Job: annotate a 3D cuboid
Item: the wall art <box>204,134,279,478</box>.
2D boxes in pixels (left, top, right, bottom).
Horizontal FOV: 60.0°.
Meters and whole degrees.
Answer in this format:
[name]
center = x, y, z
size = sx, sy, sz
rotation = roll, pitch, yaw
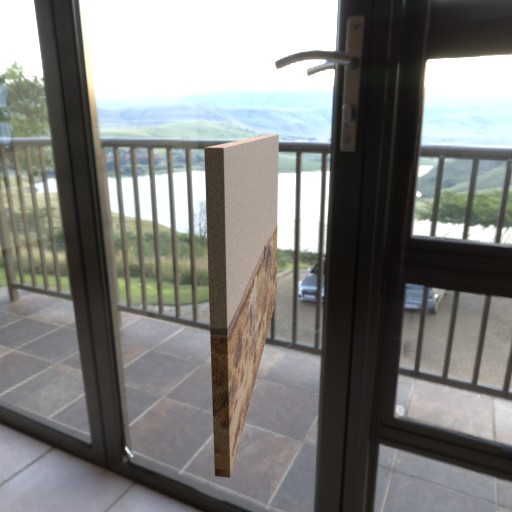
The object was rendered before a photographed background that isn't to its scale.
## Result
[wall art]
center = 0.000, 0.000, 1.982
size = 0.051, 1.016, 1.520
rotation = 2, 17, 8
